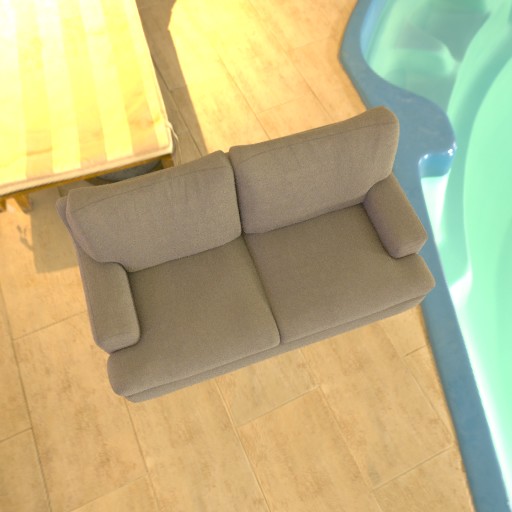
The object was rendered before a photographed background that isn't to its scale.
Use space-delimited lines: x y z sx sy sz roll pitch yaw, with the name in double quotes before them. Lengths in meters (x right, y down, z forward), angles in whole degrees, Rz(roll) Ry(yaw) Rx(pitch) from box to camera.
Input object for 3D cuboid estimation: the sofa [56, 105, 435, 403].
"sofa" 0.000 0.000 2.437 1.855 0.980 0.962 -17 66 -8
